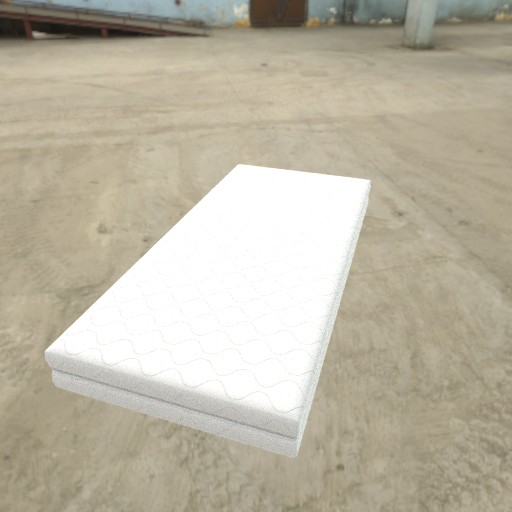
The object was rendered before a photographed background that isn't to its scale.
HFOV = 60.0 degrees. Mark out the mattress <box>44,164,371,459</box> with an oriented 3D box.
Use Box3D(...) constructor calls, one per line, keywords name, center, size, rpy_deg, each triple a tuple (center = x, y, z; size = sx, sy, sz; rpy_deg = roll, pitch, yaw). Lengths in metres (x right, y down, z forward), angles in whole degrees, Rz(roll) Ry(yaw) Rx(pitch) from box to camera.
Box3D(name="mattress", center=(0.000, 0.000, 2.195), size=(0.900, 0.200, 1.900), rpy_deg=(10, 33, 16))
